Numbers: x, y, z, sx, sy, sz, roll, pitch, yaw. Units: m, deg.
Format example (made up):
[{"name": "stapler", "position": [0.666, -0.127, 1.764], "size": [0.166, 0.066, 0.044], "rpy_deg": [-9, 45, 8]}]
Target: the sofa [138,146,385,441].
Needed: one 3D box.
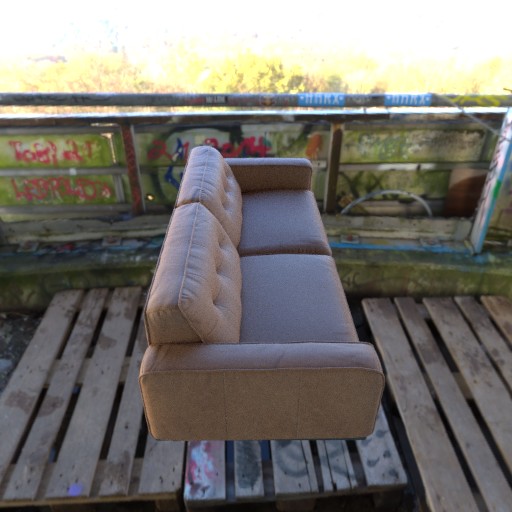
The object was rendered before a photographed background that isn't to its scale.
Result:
[{"name": "sofa", "position": [0.000, 0.000, 2.694], "size": [0.953, 0.780, 2.270], "rpy_deg": [-1, 33, -1]}]
